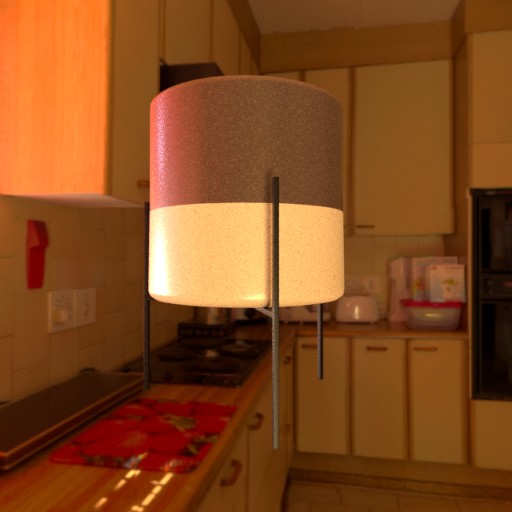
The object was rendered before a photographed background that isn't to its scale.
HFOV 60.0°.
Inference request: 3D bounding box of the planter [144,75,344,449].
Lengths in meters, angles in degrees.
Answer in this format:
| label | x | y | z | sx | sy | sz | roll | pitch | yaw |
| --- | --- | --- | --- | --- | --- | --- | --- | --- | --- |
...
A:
| label | x | y | z | sx | sy | sz | roll | pitch | yaw |
| --- | --- | --- | --- | --- | --- | --- | --- | --- | --- |
| planter | 0.000 | 0.000 | 0.535 | 0.250 | 0.353 | 0.260 | 0 | 0 | -19 |
